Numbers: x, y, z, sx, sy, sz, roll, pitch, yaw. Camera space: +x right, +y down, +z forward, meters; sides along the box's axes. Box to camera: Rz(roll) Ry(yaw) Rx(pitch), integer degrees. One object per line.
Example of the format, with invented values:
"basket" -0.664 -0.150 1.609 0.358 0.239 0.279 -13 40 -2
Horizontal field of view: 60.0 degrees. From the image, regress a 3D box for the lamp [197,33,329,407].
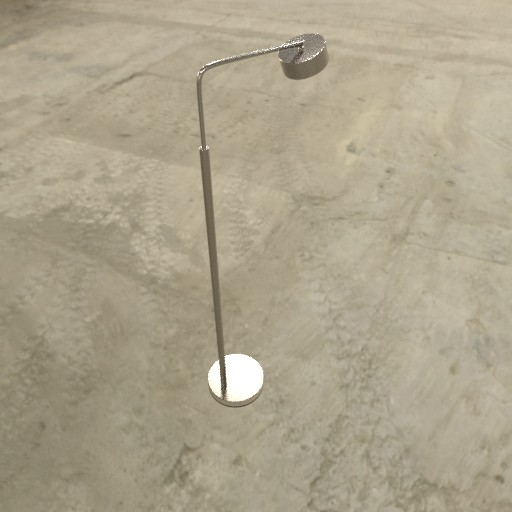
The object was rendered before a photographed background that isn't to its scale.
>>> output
"lamp" 0.000 0.000 1.418 0.421 1.250 0.222 -26 48 -27
